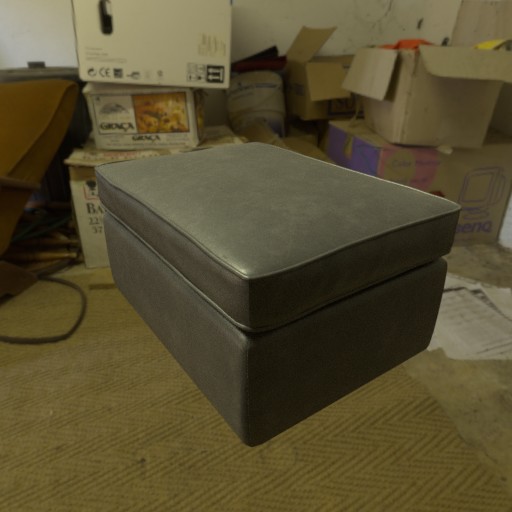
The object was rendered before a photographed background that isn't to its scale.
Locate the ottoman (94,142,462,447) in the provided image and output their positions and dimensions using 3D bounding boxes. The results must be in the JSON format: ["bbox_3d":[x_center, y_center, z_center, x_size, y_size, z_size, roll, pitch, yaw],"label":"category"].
[{"bbox_3d":[0.000,0.000,1.123,0.554,0.445,0.756,-17,31,-31],"label":"ottoman"}]
